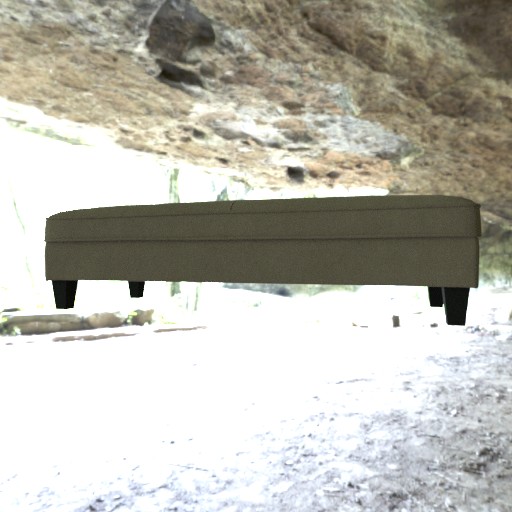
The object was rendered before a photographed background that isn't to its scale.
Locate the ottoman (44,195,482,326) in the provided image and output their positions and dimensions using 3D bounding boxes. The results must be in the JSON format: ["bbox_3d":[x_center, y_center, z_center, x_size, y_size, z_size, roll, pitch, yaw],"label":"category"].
[{"bbox_3d":[0.000,0.000,1.982,1.726,0.460,0.735,0,0,17],"label":"ottoman"}]
